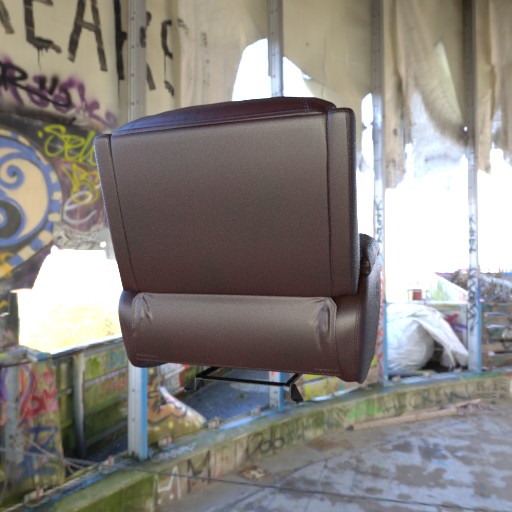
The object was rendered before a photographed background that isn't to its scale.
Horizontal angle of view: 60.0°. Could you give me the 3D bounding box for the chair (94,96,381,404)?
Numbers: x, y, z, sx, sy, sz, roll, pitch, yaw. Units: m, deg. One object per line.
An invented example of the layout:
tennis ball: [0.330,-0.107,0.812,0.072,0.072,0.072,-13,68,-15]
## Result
chair: [0.000,0.000,1.767,0.930,1.011,0.899,0,-1,19]
